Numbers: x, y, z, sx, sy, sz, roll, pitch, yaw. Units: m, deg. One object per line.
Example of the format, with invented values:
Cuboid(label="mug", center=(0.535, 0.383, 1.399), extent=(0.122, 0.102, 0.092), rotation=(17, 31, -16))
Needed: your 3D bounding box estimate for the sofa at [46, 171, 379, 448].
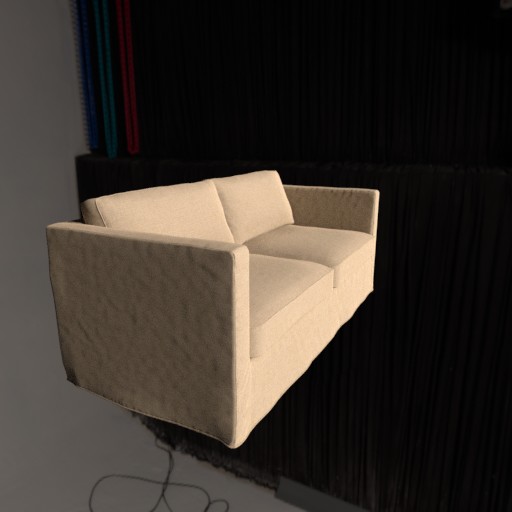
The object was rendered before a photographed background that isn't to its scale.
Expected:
Cuboid(label="sofa", center=(0.000, 0.000, 2.508), extent=(0.956, 0.847, 1.987), rotation=(8, 17, 27))
